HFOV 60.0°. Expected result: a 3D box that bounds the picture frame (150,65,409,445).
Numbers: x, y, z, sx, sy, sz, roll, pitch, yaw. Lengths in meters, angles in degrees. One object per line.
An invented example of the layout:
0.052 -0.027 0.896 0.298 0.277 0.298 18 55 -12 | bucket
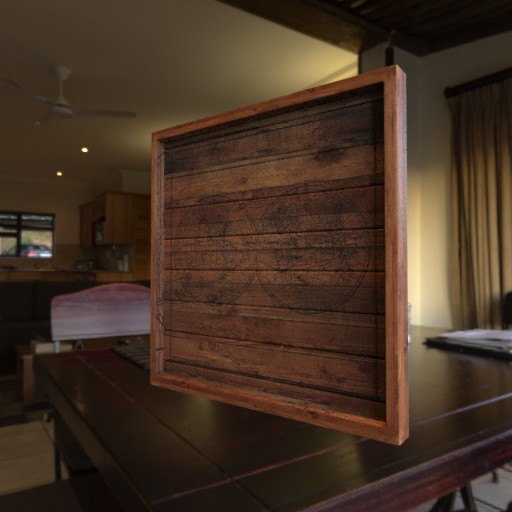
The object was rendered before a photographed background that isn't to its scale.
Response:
0.000 0.000 0.529 0.352 0.356 0.028 -1 -2 37 | picture frame
